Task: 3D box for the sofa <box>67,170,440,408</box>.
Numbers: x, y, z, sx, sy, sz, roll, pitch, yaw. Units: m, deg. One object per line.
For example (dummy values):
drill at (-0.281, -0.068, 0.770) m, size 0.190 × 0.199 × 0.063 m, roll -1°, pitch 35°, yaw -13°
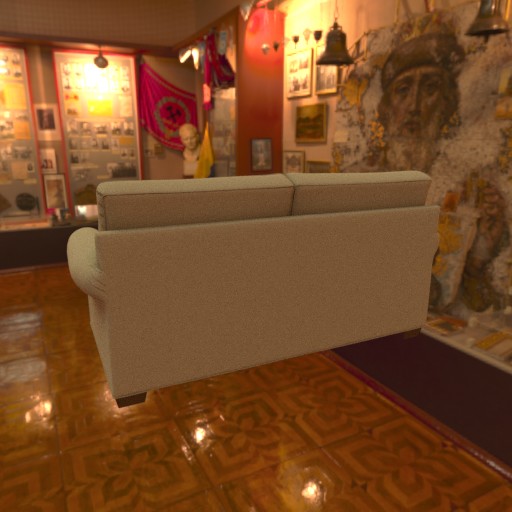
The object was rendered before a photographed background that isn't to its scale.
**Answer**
sofa at (0.000, 0.000, 2.475) m, size 1.930 × 0.952 × 0.940 m, roll -7°, pitch 16°, yaw -25°
